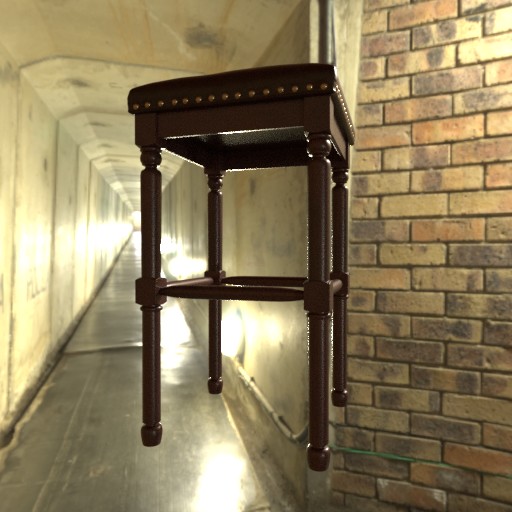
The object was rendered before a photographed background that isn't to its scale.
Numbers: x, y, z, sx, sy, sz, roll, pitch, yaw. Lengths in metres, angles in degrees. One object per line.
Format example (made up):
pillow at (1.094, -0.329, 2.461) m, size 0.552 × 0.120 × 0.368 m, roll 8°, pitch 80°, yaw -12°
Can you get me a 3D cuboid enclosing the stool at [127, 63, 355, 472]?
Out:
stool at (0.000, 0.000, 0.935) m, size 0.382 × 0.702 × 0.383 m, roll 0°, pitch 1°, yaw 17°
